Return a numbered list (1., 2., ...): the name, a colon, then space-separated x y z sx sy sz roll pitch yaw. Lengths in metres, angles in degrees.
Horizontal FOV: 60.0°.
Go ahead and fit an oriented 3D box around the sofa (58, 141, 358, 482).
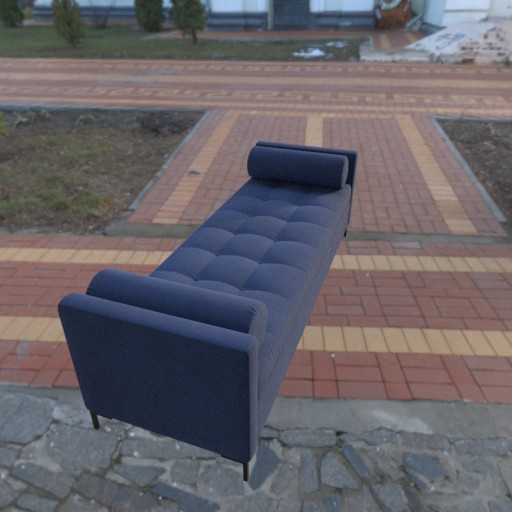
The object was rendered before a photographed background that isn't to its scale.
1. sofa: 0.000 0.000 2.298 0.686 0.635 1.981 11 32 17
